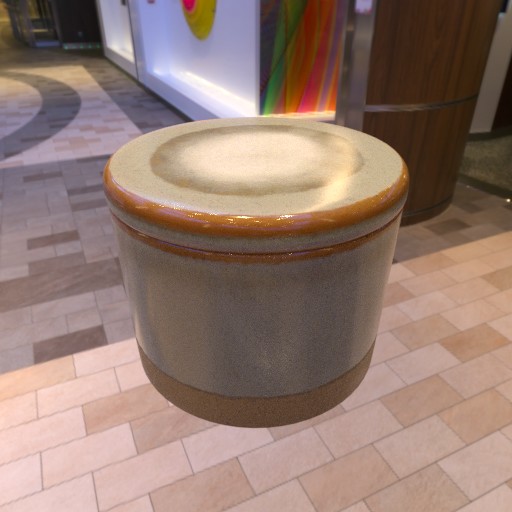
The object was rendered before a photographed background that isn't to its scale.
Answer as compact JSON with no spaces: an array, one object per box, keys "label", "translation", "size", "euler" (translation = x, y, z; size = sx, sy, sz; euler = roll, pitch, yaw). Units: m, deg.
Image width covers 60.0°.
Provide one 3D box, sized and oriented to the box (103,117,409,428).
[{"label":"box","translation":[0.000,0.000,0.208],"size":[0.123,0.100,0.123],"euler":[0,31,0]}]
